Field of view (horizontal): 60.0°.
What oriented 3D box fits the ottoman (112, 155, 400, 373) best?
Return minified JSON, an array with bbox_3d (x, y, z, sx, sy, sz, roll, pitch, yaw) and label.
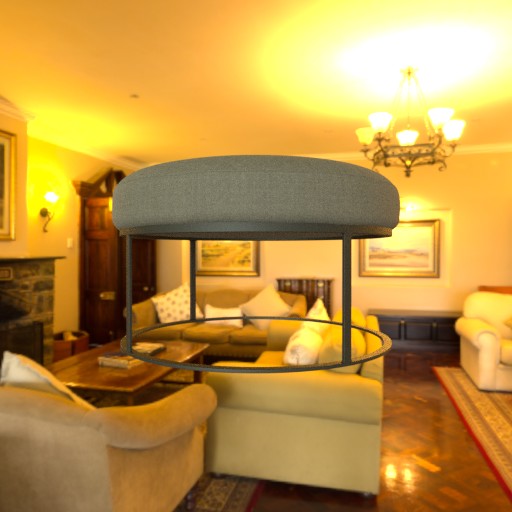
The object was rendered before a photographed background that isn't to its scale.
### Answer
[{"bbox_3d":[0.000,0.000,1.242,0.772,0.460,0.772,0,1,0],"label":"ottoman"}]
